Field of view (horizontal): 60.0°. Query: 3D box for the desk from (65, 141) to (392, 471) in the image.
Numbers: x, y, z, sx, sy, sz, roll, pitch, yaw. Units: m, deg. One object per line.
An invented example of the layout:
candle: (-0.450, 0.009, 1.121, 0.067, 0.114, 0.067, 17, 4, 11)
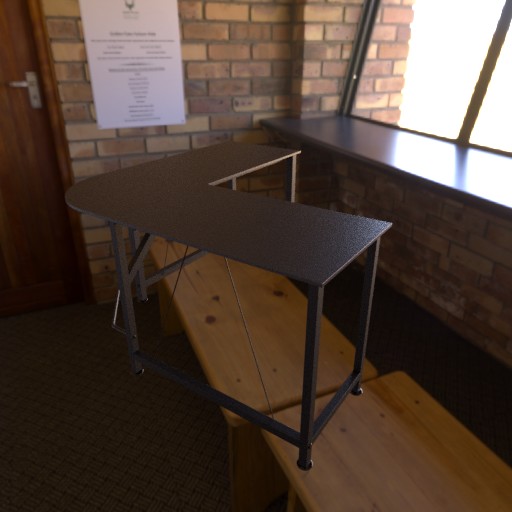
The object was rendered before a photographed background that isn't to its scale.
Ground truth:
desk: (0.000, 0.000, 2.217, 1.400, 0.762, 1.400, 17, 30, 31)
